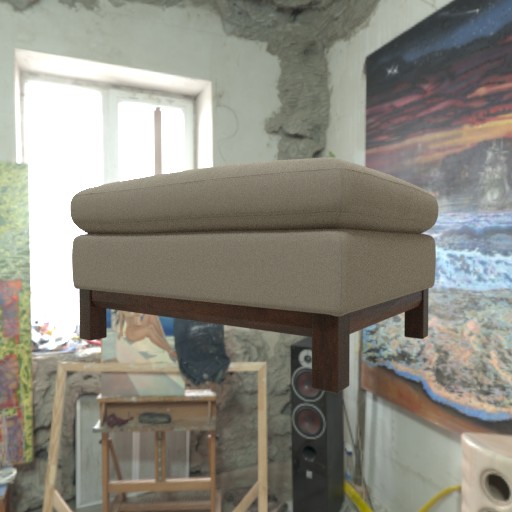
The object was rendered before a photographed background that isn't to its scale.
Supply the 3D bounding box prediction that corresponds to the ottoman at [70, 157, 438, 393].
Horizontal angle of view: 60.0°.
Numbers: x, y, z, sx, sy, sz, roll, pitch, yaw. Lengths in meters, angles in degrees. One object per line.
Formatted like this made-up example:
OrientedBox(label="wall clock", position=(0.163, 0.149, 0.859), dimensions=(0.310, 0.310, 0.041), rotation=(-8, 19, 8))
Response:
OrientedBox(label="ottoman", position=(0.000, 0.000, 1.136), dimensions=(0.771, 0.420, 0.606), rotation=(1, 2, 36))
